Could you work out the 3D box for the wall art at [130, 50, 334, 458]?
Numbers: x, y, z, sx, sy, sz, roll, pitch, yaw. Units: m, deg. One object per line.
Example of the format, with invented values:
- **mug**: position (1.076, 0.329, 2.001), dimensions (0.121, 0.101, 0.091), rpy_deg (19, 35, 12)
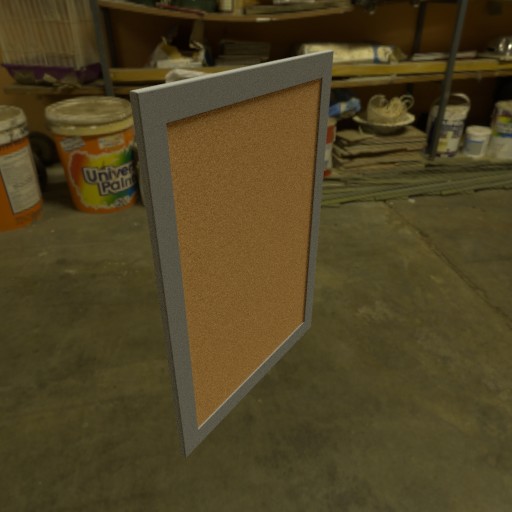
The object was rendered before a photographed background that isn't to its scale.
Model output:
- **wall art**: position (0.000, 0.000, 0.664), dimensions (0.012, 0.529, 0.374), rpy_deg (21, 37, 30)
